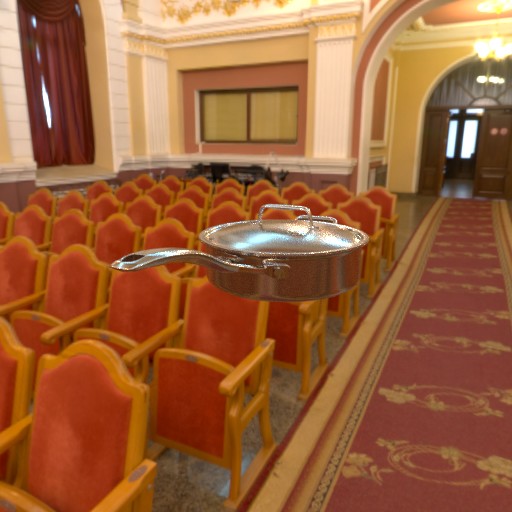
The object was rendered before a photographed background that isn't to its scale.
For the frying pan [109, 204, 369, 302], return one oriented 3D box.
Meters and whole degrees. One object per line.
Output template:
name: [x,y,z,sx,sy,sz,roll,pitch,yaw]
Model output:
frying pan: [0.000,0.000,0.576,0.245,0.111,0.492,7,16,26]
